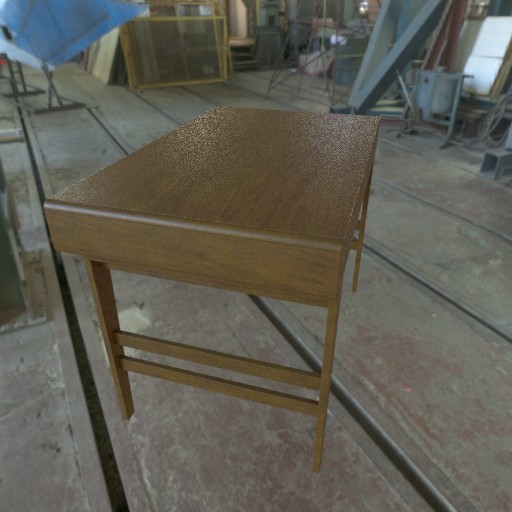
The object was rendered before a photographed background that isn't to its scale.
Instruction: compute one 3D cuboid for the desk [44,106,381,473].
[{"bbox_3d":[0.000,0.000,1.516,0.660,0.754,1.066,9,31,15],"label":"desk"}]
